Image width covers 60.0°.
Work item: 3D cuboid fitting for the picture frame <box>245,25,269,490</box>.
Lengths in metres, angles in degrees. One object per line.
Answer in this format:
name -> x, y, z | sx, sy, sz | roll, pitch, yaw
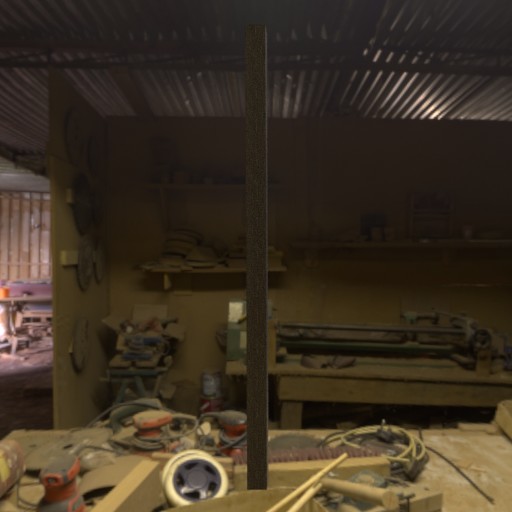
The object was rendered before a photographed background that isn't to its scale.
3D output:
picture frame -> 0.000, 0.000, 0.759 | 0.029, 0.559, 0.454 | 0, 1, 0
